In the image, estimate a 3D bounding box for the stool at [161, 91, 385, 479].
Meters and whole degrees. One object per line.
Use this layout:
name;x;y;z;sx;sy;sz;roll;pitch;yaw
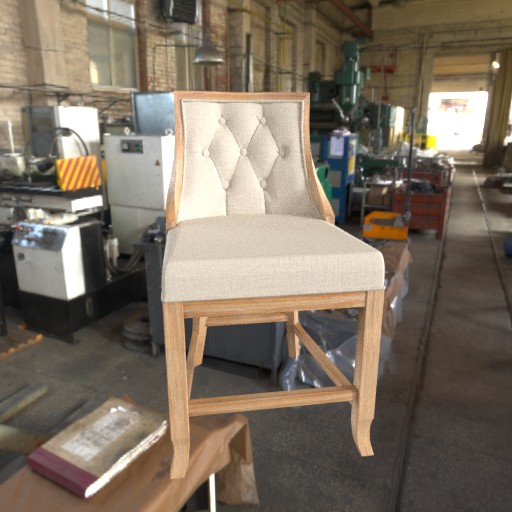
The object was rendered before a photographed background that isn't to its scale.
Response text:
stool;0.000;0.000;1.288;0.524;0.938;0.626;-3;16;-9
